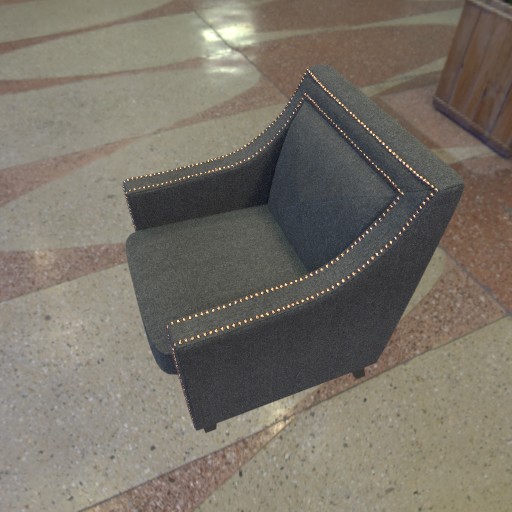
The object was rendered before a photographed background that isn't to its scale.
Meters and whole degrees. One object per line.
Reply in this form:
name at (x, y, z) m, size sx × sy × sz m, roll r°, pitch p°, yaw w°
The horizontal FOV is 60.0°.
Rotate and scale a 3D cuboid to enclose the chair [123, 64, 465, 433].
chair at (0.000, 0.000, 1.599) m, size 0.884 × 0.967 × 0.776 m, roll -16°, pitch 49°, yaw -15°
